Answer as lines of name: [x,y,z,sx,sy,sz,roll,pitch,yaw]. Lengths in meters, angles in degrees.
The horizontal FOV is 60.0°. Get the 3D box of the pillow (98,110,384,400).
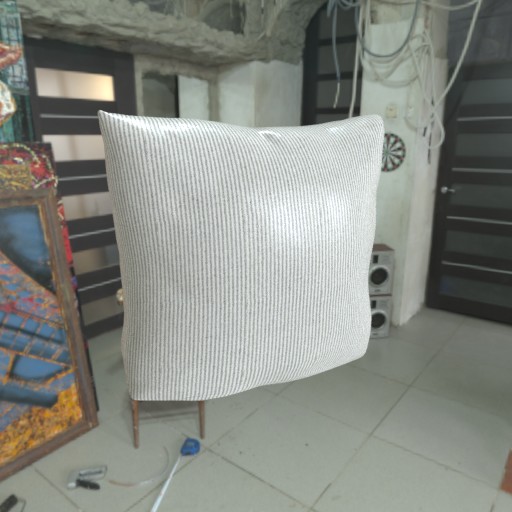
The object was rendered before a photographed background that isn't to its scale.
pillow: [0.000,0.000,0.700,0.387,0.432,0.310,2,15,8]
